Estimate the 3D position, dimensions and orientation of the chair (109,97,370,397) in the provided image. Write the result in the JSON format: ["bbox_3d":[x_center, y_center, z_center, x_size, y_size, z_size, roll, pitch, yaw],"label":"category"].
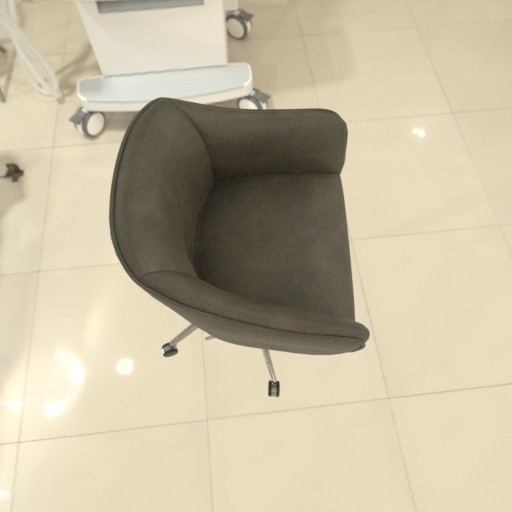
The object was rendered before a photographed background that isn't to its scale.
[{"bbox_3d":[0.000,0.000,1.363,0.689,0.827,0.713,0,63,0],"label":"chair"}]
